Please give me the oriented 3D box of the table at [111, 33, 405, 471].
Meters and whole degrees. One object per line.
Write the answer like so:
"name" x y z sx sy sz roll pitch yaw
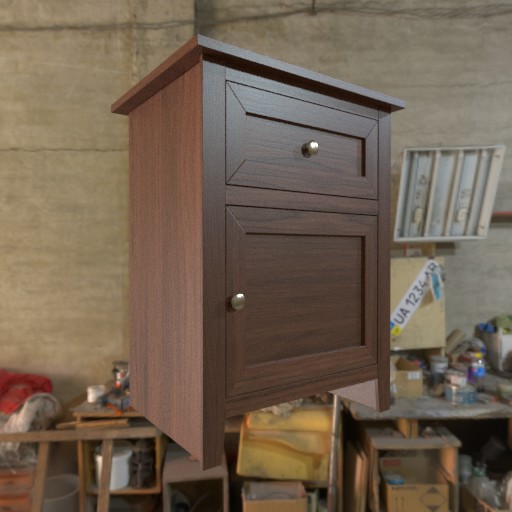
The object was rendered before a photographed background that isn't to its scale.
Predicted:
"table" 0.000 0.000 0.924 0.480 0.636 0.381 0 1 -36
